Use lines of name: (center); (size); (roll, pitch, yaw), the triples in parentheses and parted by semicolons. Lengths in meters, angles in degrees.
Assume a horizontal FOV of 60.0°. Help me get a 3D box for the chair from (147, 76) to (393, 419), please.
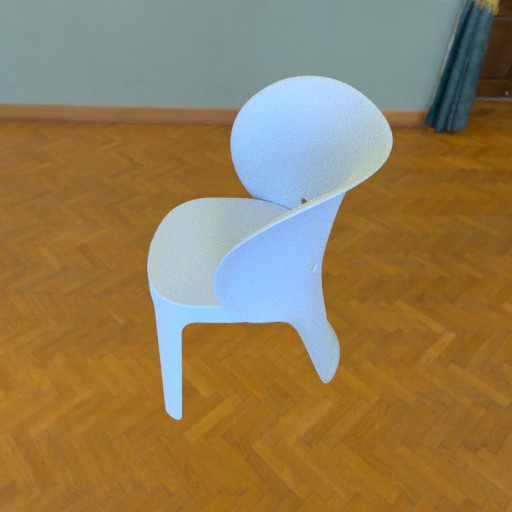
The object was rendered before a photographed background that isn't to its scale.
chair: (0.000, 0.000, 0.854); (0.402, 0.554, 0.451); (0, 41, 1)
